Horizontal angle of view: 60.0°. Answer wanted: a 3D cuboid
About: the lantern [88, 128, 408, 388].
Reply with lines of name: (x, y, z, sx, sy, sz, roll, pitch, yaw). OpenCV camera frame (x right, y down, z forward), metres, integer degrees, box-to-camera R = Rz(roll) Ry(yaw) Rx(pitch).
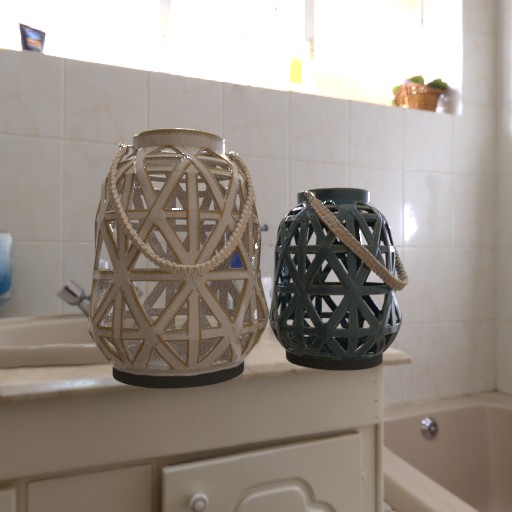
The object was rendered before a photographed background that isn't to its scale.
lantern: (0.000, 0.000, 0.620, 0.439, 0.307, 0.245, 0, -1, -18)
